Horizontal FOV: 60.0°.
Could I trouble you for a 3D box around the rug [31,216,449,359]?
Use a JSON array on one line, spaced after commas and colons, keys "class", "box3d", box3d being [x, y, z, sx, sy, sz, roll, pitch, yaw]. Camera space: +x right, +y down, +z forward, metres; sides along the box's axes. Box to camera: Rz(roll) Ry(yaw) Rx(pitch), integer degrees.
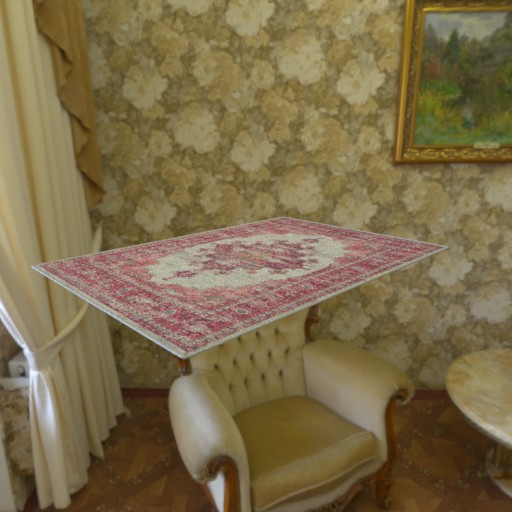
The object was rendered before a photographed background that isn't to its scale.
[{"class": "rug", "box3d": [0.000, 0.000, 3.675, 2.878, 0.014, 2.005, -15, 22, -42]}]
